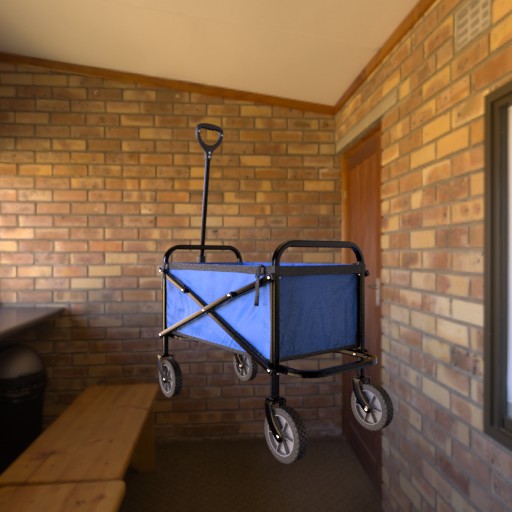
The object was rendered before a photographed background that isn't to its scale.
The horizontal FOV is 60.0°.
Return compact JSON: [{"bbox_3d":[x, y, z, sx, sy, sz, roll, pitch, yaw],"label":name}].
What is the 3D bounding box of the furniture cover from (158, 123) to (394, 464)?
[{"bbox_3d":[0.000,0.000,1.877,0.532,1.295,1.038,0,0,-37],"label":"furniture cover"}]
